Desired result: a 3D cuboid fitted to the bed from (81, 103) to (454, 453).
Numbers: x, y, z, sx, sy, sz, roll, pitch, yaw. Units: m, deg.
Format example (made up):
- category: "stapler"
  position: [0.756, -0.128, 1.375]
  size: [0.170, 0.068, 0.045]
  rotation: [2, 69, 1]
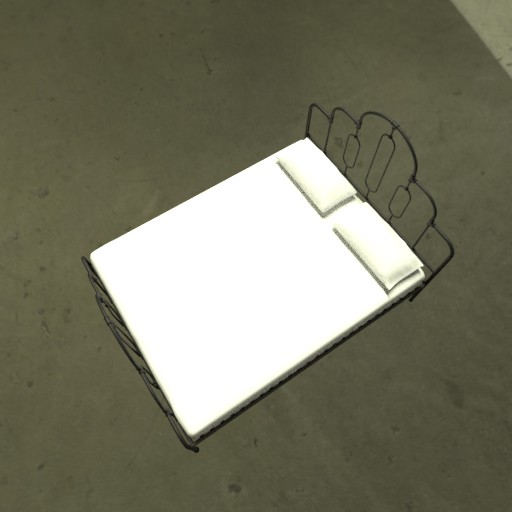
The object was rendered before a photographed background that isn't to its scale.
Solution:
- category: "bed"
  position: [0.000, 0.000, 3.193]
  size: [2.163, 1.429, 1.640]
  rotation: [-31, 68, -14]
